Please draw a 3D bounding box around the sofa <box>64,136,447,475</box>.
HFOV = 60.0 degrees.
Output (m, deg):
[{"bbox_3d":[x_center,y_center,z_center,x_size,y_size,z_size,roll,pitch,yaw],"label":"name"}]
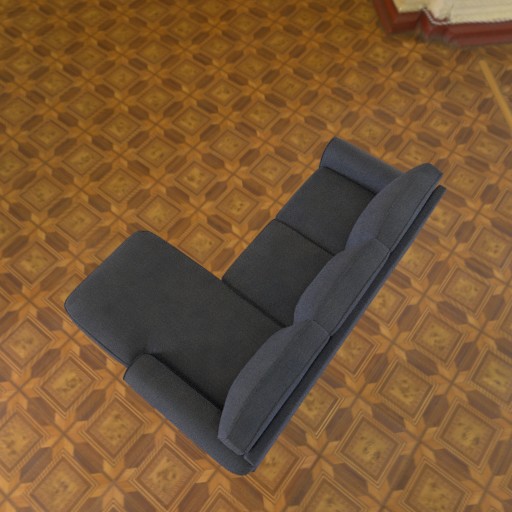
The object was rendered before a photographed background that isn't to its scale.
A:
[{"bbox_3d":[0.000,0.000,3.392,1.780,1.063,2.567,34,68,16],"label":"sofa"}]
